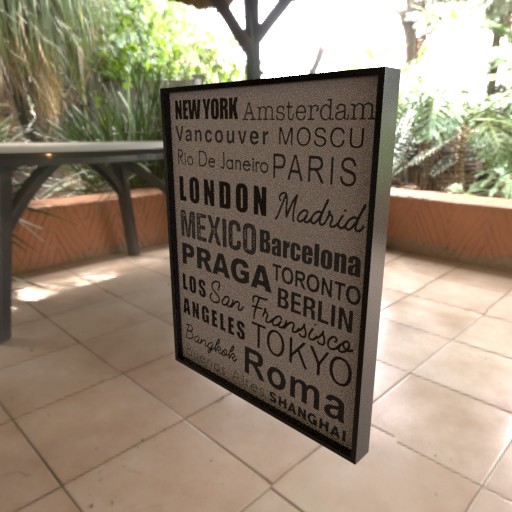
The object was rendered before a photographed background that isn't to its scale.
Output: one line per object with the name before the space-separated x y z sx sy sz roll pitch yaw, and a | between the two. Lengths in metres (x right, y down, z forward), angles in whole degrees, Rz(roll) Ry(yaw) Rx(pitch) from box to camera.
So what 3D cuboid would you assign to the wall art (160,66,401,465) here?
wall art | 0.000 0.000 0.746 0.448 0.551 0.038 15 22 42
